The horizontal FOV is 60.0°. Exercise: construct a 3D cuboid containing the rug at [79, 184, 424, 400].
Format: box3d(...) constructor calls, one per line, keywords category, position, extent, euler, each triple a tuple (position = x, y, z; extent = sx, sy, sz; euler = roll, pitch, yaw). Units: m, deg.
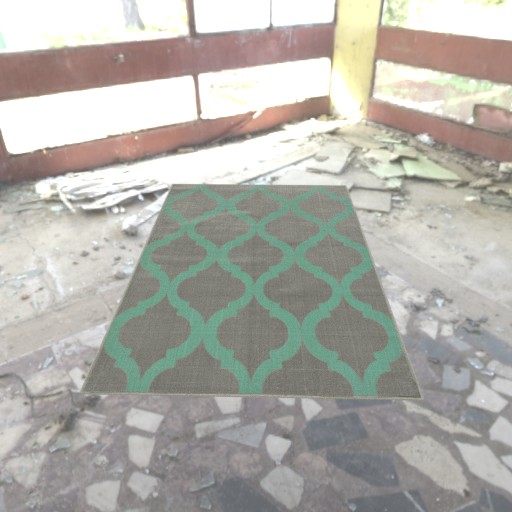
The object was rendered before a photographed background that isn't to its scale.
box3d(category="rug", position=(0.000, 0.000, 2.912), extent=(1.524, 0.006, 2.286), euler=(1, 33, 1))
